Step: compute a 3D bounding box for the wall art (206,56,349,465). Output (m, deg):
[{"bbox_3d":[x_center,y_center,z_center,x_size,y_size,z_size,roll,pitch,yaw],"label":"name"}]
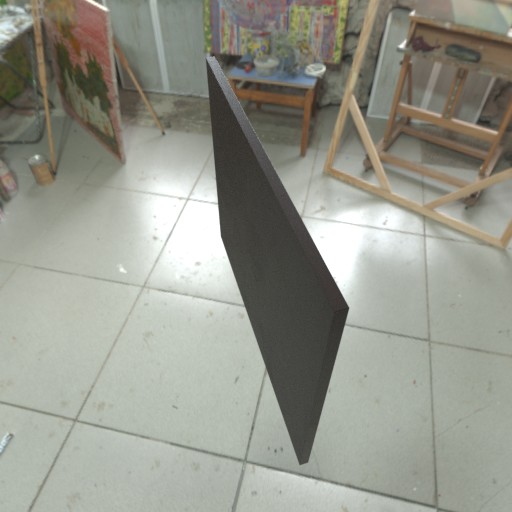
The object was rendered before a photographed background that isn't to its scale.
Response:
[{"bbox_3d":[0.000,0.000,1.630,0.034,0.952,1.207,-12,49,-11],"label":"wall art"}]
